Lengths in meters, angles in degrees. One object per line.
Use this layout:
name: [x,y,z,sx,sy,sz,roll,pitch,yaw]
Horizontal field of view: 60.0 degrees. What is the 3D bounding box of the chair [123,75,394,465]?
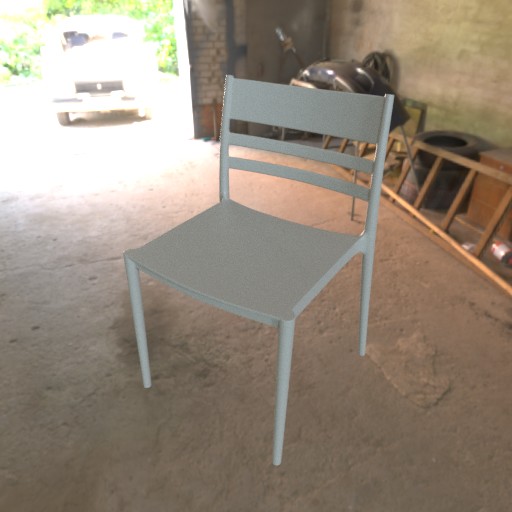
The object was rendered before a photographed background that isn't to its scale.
chair: [0.000,0.000,1.170,0.531,0.800,0.511,19,36,28]
